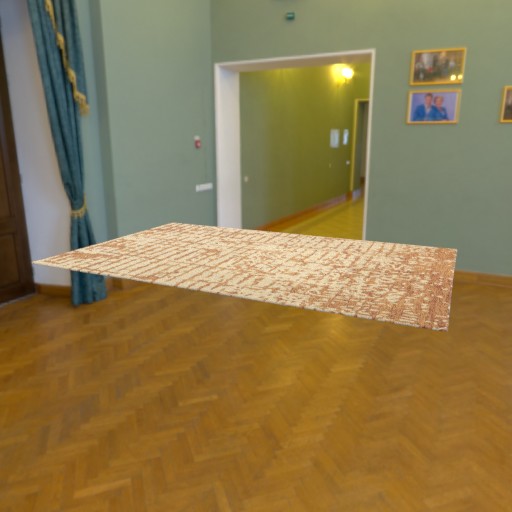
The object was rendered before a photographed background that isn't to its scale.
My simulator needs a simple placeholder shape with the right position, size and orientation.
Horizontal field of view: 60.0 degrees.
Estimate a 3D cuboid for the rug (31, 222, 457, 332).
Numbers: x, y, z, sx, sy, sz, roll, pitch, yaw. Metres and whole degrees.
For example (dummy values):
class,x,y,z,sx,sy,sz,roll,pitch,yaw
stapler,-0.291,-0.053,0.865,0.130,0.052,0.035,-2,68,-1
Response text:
class,x,y,z,sx,sy,sz,roll,pitch,yaw
rug,0.000,0.000,2.971,2.435,0.011,1.517,7,16,24
